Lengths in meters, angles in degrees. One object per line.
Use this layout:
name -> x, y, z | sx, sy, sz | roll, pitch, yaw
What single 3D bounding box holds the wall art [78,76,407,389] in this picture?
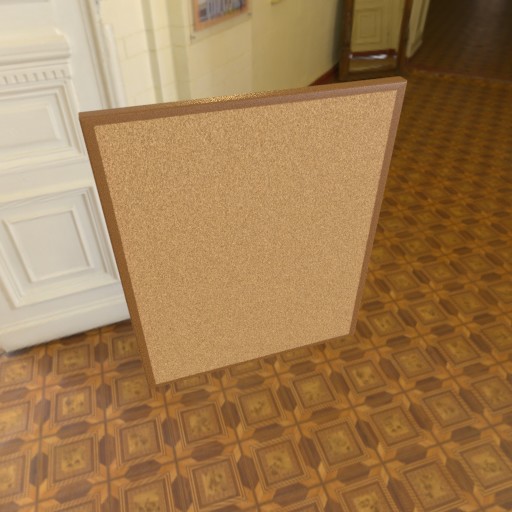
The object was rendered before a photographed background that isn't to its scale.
wall art -> 0.000, 0.000, 0.524 | 0.310, 0.379, 0.015 | -12, 41, -14
